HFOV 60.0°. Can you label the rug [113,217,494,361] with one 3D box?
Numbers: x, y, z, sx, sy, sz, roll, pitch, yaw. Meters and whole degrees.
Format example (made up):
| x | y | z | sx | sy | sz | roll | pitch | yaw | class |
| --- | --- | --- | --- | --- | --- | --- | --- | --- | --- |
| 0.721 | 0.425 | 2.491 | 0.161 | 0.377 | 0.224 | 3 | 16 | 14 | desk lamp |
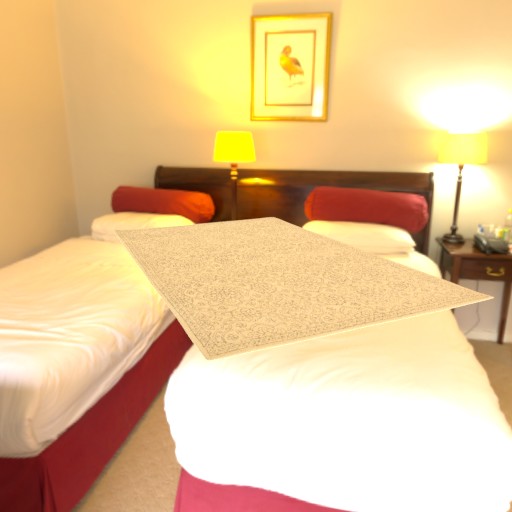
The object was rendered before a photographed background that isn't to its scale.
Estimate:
| x | y | z | sx | sy | sz | roll | pitch | yaw | class |
| --- | --- | --- | --- | --- | --- | --- | --- | --- | --- |
| 0.000 | 0.000 | 2.973 | 1.518 | 0.023 | 2.434 | -7 | 17 | -24 | rug |
